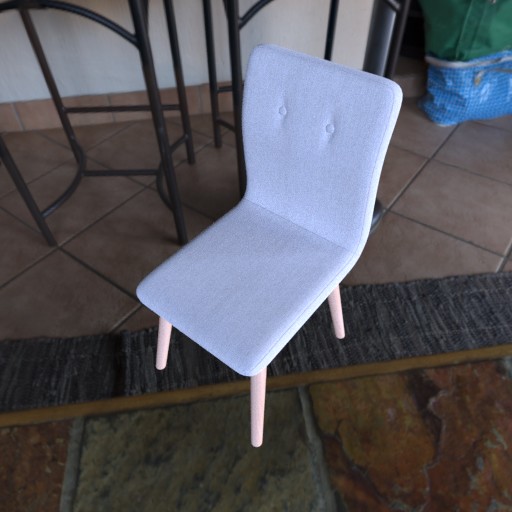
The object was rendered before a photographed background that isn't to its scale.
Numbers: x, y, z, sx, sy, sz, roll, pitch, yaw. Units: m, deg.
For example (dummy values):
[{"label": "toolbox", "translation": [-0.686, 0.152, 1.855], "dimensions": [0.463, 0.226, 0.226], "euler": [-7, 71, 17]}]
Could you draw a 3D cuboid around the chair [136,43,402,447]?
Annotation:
[{"label": "chair", "translation": [0.000, 0.000, 1.197], "dimensions": [0.435, 0.885, 0.550], "euler": [30, 53, 26]}]
